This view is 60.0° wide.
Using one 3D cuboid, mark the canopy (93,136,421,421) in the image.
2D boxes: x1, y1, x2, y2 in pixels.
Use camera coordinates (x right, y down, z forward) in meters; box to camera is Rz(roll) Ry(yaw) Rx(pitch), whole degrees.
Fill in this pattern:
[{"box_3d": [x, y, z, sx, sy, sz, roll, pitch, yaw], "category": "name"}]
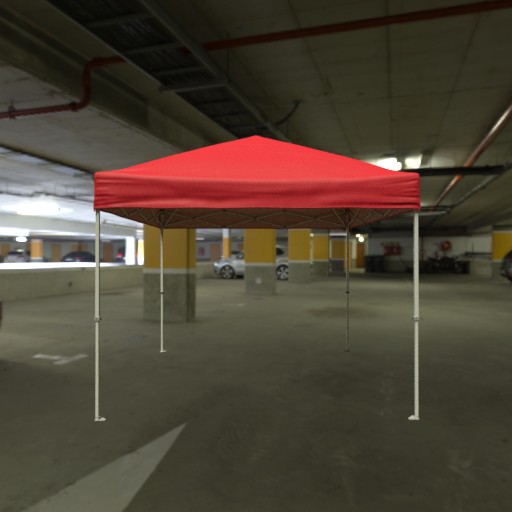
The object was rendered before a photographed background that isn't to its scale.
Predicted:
[{"box_3d": [0.000, 0.000, 5.519, 2.998, 2.997, 2.996, 0, 0, -1], "category": "canopy"}]
